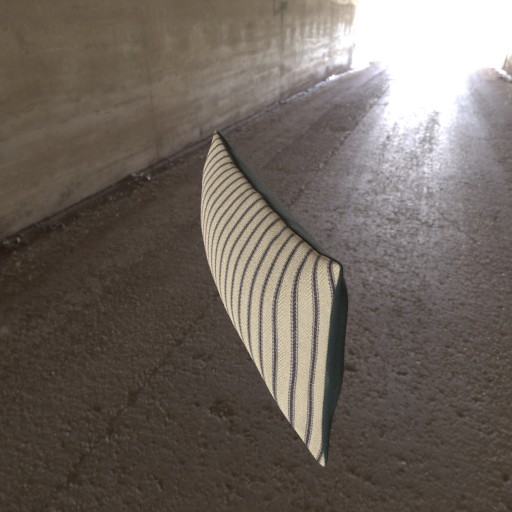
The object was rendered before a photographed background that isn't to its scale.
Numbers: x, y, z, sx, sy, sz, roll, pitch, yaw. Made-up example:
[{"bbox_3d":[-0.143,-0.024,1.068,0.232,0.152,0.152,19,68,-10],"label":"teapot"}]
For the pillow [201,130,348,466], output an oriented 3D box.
[{"bbox_3d":[0.000,0.000,0.748,0.151,0.305,0.609,-8,30,-14],"label":"pillow"}]
